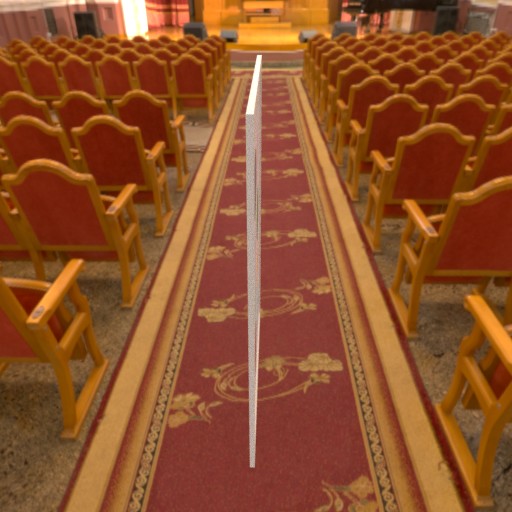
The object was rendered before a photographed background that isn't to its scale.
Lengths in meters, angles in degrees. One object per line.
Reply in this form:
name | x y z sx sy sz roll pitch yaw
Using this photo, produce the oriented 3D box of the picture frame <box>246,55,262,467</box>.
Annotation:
picture frame | 0.000 0.000 1.232 0.013 0.940 0.659 1 32 1
